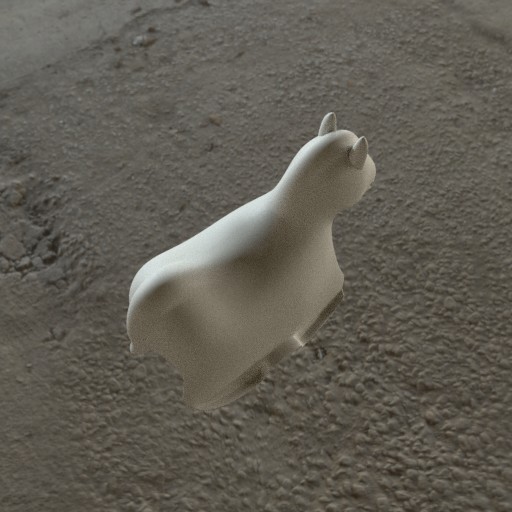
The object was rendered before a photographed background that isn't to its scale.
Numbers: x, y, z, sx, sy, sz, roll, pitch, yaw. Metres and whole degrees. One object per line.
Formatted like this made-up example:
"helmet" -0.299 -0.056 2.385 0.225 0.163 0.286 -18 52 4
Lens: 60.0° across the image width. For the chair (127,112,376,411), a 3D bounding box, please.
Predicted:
"chair" 0.000 0.000 1.191 0.800 0.612 0.429 -34 65 -19
